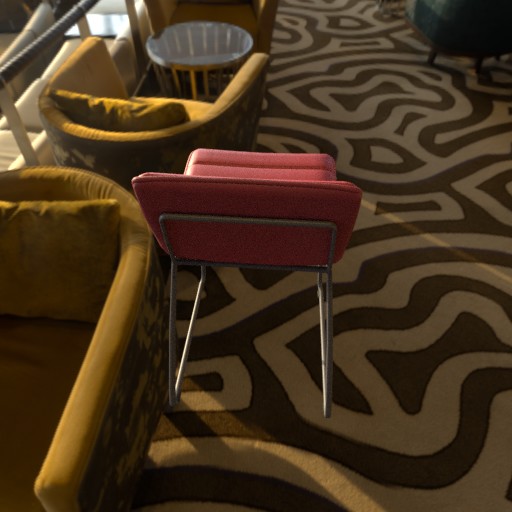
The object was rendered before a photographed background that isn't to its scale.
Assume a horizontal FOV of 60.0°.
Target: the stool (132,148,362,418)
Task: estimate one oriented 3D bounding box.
[{"bbox_3d":[0.000,0.000,1.198,0.489,0.866,0.524,3,47,3],"label":"stool"}]
